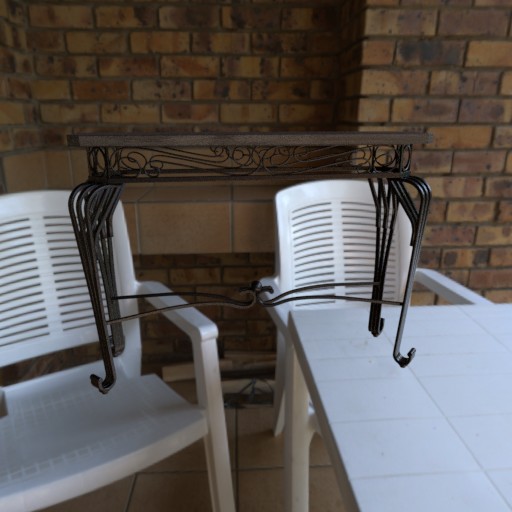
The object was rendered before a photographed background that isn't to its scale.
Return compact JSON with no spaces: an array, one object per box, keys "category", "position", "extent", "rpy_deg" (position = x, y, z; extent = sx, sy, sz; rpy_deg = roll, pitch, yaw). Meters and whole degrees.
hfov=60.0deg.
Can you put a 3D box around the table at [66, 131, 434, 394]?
[{"category":"table","position":[0.000,0.000,1.496],"extent":[1.112,0.800,0.329],"rpy_deg":[-3,17,-9]}]
